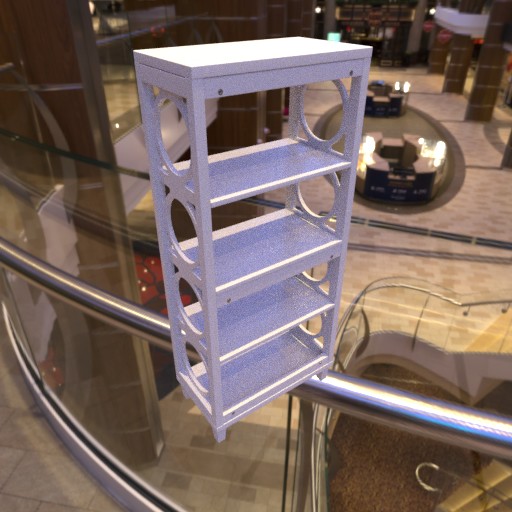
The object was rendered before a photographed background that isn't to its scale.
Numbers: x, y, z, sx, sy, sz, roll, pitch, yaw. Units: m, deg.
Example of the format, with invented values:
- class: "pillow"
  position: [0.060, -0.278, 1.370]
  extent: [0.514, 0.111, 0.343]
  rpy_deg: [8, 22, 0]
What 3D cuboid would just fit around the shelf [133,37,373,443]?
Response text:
- class: "shelf"
  position: [0.000, 0.000, 1.652]
  extent: [0.611, 1.411, 0.340]
  rpy_deg: [-21, 37, -30]
